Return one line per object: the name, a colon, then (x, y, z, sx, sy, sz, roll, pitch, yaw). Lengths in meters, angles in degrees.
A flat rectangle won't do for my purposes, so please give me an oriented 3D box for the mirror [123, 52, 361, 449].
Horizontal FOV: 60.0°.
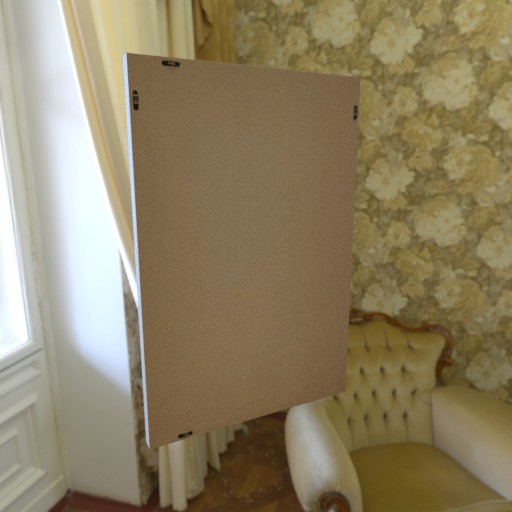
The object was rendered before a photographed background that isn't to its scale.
mirror: (0.000, 0.000, 1.149, 0.609, 0.915, 0.040, -6, 14, -27)
